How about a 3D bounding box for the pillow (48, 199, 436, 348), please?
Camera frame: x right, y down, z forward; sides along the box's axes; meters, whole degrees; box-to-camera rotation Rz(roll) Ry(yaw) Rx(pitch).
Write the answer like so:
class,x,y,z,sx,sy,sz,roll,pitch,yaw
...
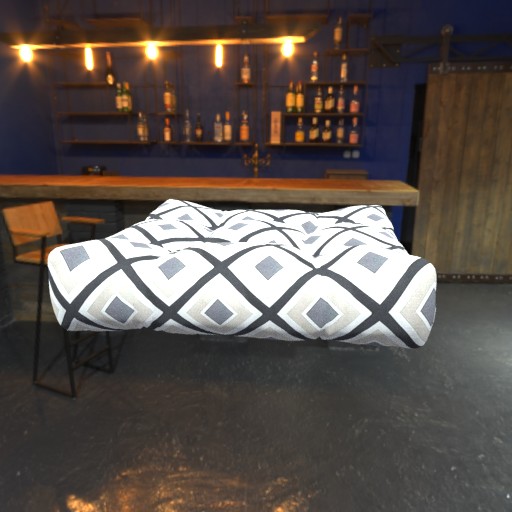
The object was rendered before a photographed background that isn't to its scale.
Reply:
class,x,y,z,sx,sy,sz,roll,pitch,yaw
pillow,0.000,0.000,0.752,0.490,0.128,0.468,2,16,8
